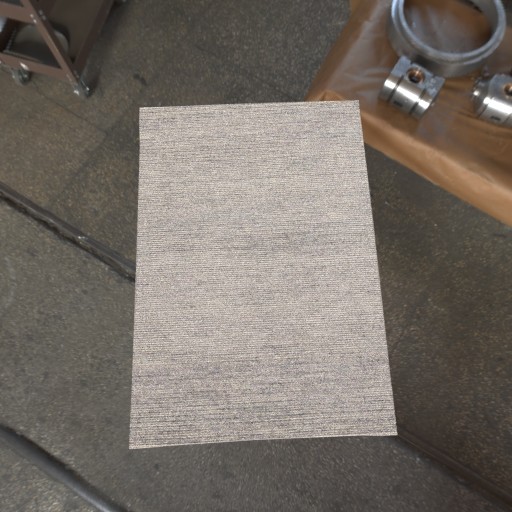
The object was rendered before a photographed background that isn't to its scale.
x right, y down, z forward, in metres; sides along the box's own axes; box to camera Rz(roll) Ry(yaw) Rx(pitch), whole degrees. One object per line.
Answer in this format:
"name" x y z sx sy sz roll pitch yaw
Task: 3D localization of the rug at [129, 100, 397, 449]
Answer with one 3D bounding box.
"rug" 0.000 0.000 2.934 1.604 0.030 2.307 -2 75 -1
